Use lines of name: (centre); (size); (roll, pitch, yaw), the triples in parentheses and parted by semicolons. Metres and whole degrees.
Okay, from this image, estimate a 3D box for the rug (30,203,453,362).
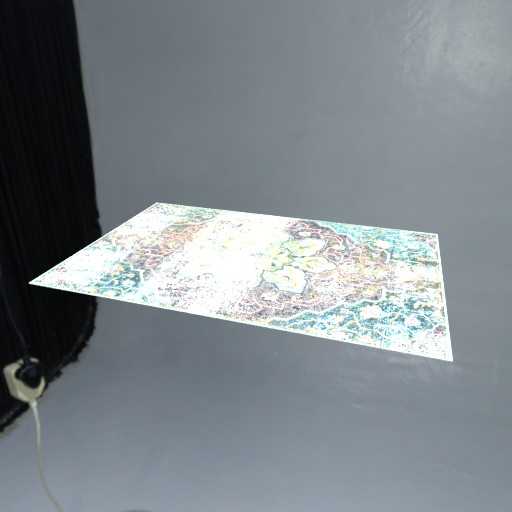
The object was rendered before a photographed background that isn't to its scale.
rug: (0.000, 0.000, 2.956); (2.363, 0.004, 1.566); (8, 27, 17)
